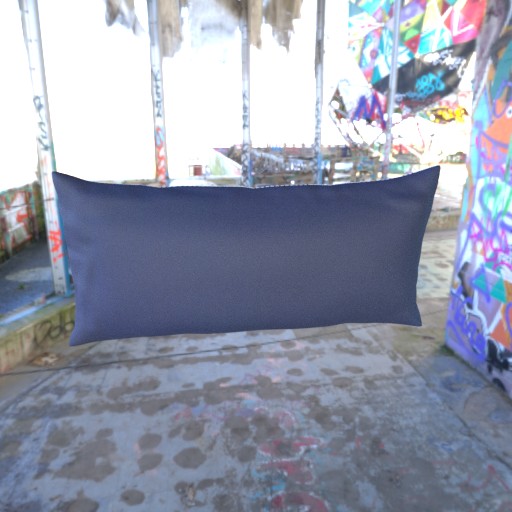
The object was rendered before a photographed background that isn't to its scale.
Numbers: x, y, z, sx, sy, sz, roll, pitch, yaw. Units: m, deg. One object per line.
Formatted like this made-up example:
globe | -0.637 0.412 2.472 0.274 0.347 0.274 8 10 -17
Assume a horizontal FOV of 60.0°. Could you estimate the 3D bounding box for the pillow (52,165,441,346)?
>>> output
pillow | 0.000 0.000 0.724 0.610 0.287 0.151 -2 15 -8
